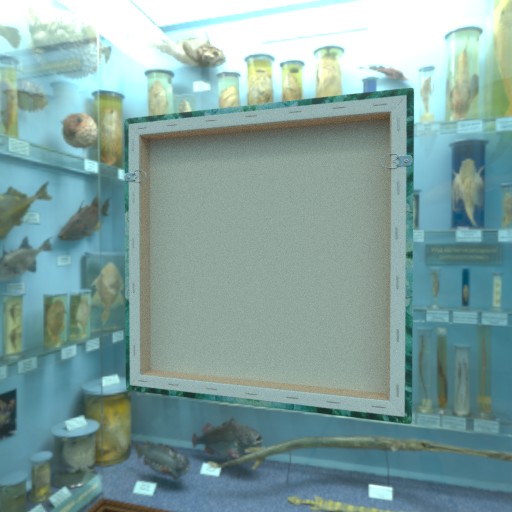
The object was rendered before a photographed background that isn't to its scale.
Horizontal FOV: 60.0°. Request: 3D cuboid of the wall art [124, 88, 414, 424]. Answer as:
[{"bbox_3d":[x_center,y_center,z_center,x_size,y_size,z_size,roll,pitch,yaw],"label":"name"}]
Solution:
[{"bbox_3d":[0.000,0.000,0.759,0.507,0.508,0.038,0,1,19],"label":"wall art"}]
